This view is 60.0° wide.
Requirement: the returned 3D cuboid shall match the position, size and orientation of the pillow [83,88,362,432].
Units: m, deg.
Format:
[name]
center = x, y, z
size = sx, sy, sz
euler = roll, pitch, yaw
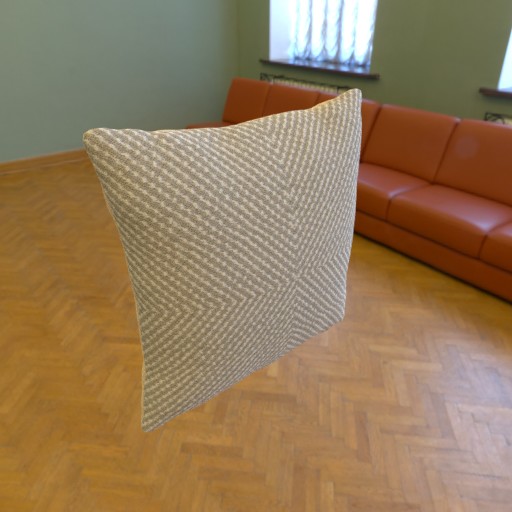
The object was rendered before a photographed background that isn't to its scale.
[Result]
[pillow]
center = 0.000, 0.000, 0.700
size = 0.459, 0.458, 0.181
euler = -22, 36, -34
